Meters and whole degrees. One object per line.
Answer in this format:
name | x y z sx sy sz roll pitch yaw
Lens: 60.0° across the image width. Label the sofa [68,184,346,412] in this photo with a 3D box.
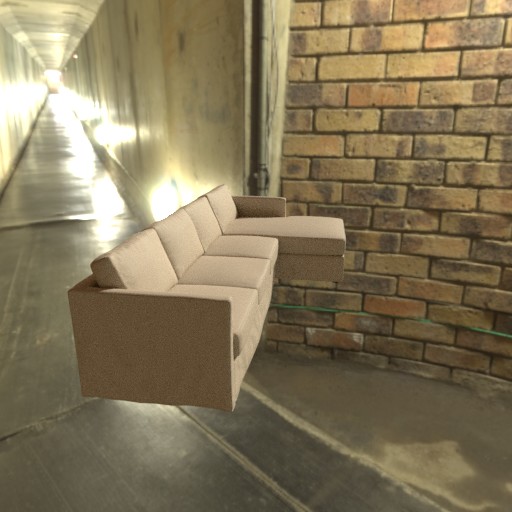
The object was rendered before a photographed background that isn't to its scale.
sofa | 0.000 0.000 3.891 1.622 0.871 3.206 3 18 8
